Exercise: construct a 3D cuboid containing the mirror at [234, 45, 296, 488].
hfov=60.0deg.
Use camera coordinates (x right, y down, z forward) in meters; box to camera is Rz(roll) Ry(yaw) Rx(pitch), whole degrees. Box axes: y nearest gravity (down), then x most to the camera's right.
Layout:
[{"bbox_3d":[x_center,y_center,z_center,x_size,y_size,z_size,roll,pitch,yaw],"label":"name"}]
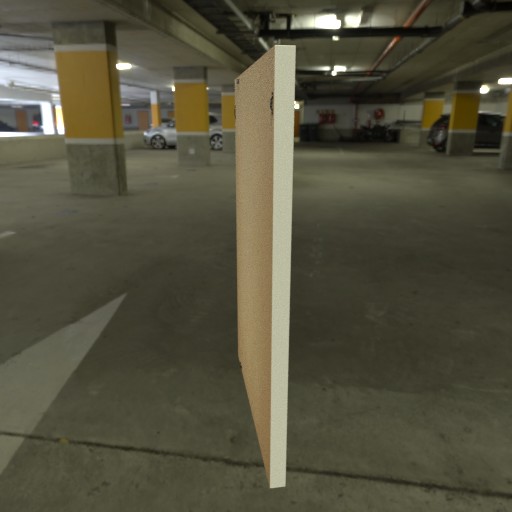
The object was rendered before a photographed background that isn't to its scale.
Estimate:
[{"bbox_3d":[0.000,0.000,1.161,0.041,0.914,0.609,-3,17,-9],"label":"mirror"}]
